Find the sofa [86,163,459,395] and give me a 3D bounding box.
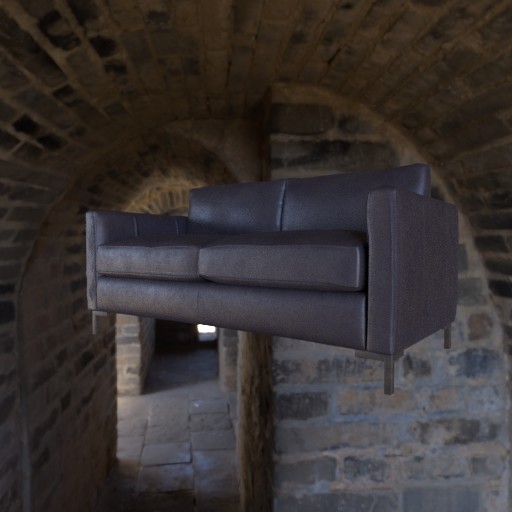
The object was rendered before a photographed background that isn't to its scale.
[{"bbox_3d":[0.000,0.000,2.284,1.805,0.883,0.947,1,2,34],"label":"sofa"}]
